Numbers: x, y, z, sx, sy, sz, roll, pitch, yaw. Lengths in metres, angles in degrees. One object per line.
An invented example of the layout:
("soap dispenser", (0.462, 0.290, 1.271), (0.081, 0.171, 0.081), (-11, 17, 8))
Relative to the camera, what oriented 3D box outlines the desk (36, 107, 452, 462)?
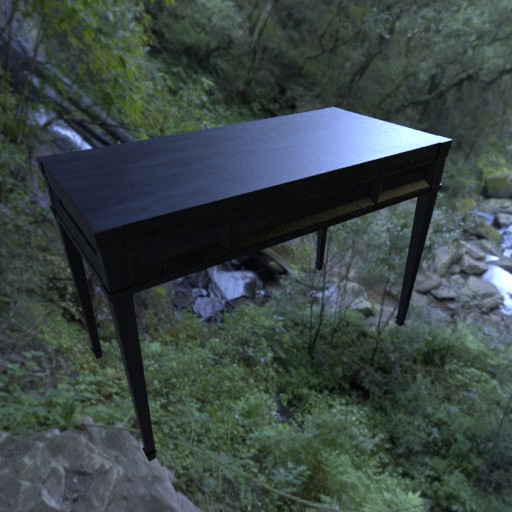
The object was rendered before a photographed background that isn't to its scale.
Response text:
("desk", (0.000, 0.000, 1.737), (1.289, 0.861, 0.630), (-19, 36, -29))
